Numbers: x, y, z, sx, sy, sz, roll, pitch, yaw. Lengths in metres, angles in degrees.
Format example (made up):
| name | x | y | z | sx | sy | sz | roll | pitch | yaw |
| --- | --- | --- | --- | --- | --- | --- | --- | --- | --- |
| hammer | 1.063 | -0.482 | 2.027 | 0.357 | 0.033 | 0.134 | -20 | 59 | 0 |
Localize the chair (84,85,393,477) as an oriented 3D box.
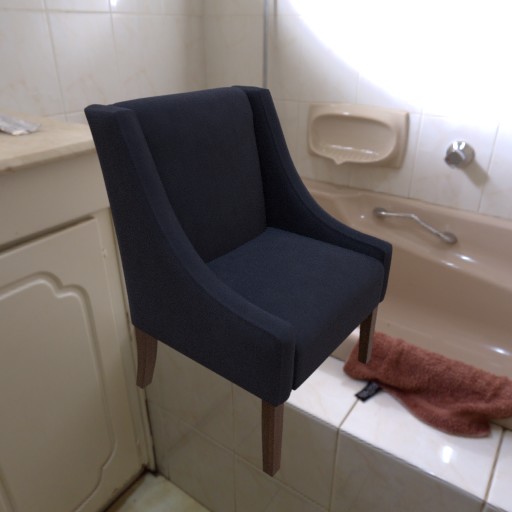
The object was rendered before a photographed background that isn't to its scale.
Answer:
| name | x | y | z | sx | sy | sz | roll | pitch | yaw |
| --- | --- | --- | --- | --- | --- | --- | --- | --- | --- |
| chair | 0.000 | 0.000 | 1.334 | 0.629 | 0.895 | 0.629 | 19 | 33 | 33 |
